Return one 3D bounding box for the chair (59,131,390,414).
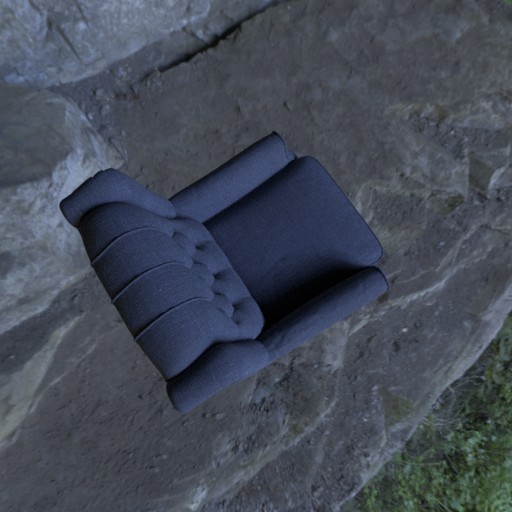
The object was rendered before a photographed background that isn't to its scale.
[{"bbox_3d":[0.000,0.000,1.643,0.898,1.035,0.742,-32,77,-8],"label":"chair"}]
